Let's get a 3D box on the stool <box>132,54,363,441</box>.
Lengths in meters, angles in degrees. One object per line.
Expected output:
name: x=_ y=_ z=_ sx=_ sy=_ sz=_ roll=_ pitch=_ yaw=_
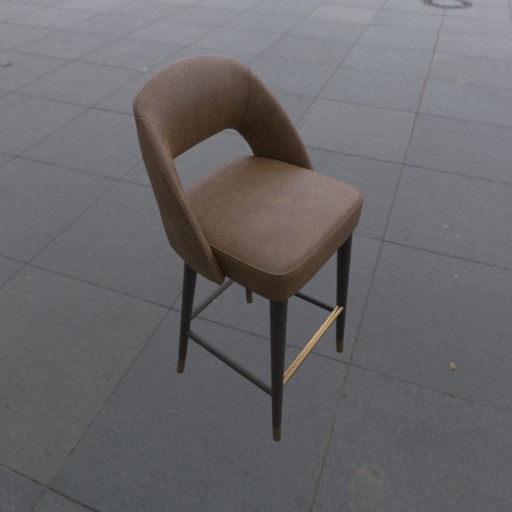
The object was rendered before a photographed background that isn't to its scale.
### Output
stool: x=0.000 y=0.000 z=1.335 sx=0.509 sy=1.037 sz=0.494 roll=26 pitch=48 yaw=26
